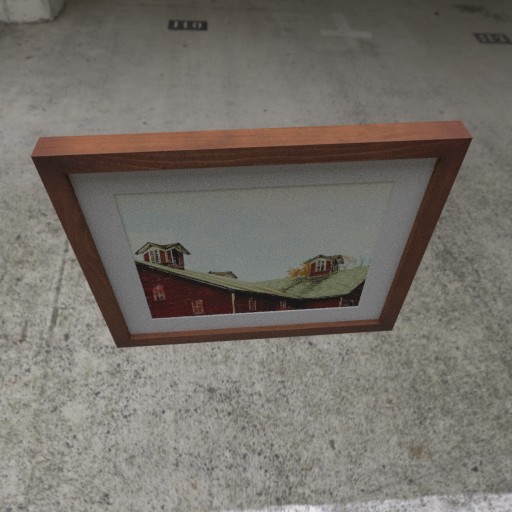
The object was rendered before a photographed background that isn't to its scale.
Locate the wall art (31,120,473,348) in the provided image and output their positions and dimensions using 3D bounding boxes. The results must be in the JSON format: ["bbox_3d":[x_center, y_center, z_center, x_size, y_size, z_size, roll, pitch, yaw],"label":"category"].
[{"bbox_3d":[0.000,0.000,0.532,0.401,0.328,0.030,-3,48,-3],"label":"wall art"}]
